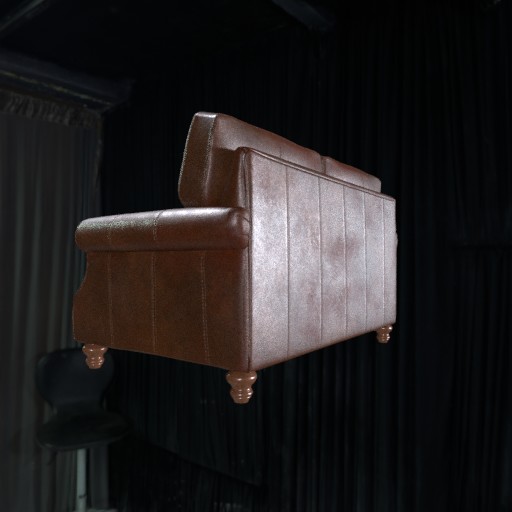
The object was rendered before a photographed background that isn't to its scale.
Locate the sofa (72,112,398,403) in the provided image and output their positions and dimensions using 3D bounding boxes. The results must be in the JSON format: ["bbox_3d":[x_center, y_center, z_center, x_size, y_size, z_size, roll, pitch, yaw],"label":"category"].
[{"bbox_3d":[0.000,0.000,2.256,0.990,0.976,1.616,0,-1,36],"label":"sofa"}]
